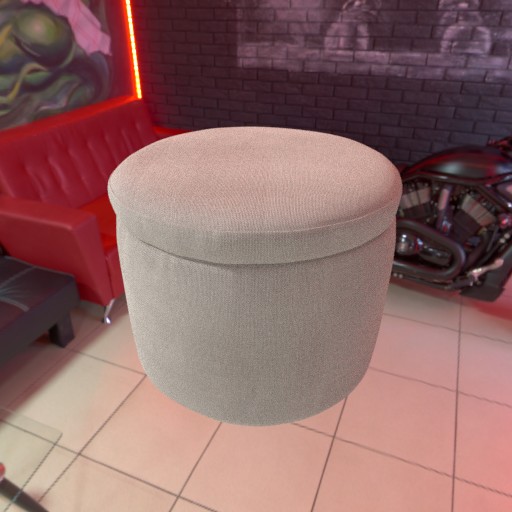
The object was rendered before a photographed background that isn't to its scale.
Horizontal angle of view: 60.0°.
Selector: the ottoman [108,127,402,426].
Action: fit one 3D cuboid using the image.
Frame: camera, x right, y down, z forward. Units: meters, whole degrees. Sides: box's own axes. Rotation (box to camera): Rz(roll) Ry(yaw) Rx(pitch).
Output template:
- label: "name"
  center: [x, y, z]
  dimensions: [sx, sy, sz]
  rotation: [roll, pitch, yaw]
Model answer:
- label: "ottoman"
  center: [0.000, 0.000, 0.851]
  dimensions: [0.497, 0.409, 0.497]
  rotation: [0, 30, 0]
